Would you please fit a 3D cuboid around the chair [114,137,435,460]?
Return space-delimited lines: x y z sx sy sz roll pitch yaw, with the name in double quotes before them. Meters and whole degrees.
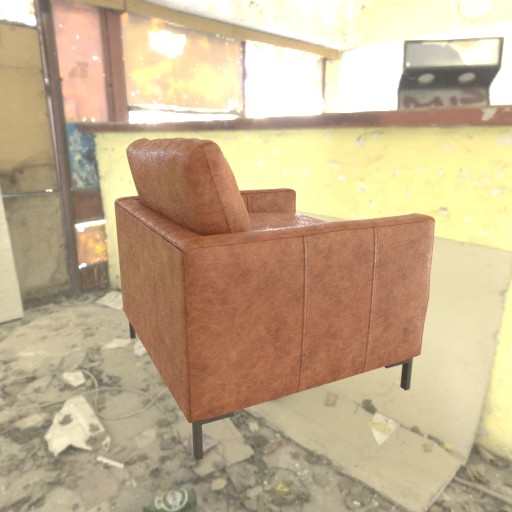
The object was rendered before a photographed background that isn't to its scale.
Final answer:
"chair" 0.000 0.000 1.681 0.862 0.869 0.967 -8 17 -26
